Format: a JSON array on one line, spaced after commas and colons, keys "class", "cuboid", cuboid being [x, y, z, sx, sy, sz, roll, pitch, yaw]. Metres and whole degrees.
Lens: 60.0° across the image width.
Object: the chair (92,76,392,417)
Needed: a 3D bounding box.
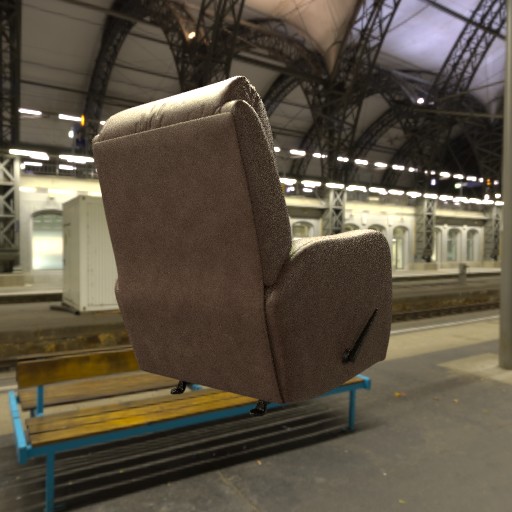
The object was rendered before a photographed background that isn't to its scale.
[{"class": "chair", "cuboid": [0.000, 0.000, 1.805, 0.865, 1.067, 1.067, 1, 1, 36]}]
